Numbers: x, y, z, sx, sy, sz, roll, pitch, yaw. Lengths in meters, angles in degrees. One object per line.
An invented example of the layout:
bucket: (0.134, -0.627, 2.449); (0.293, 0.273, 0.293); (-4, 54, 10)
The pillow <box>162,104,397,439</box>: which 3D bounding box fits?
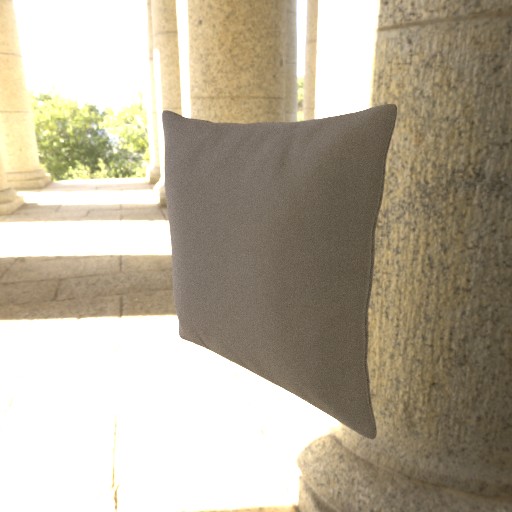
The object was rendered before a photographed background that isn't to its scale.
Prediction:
pillow: (0.000, 0.000, 0.803); (0.523, 0.510, 0.166); (16, 23, 42)
